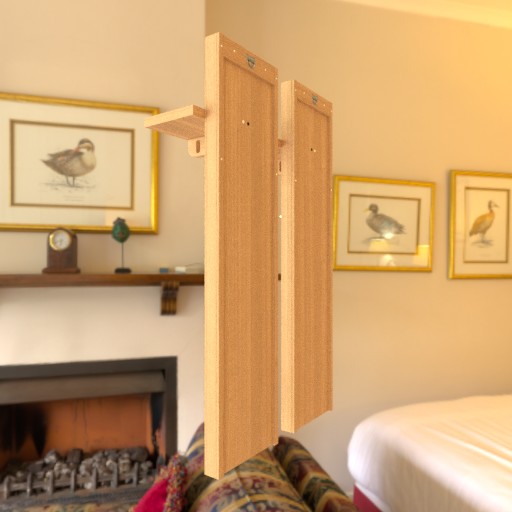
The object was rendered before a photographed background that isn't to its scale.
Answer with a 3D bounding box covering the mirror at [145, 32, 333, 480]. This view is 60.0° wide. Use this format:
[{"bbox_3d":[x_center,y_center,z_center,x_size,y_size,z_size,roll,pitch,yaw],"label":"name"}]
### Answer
[{"bbox_3d":[0.000,0.000,1.597,0.260,1.250,0.800,0,0,36],"label":"mirror"}]
